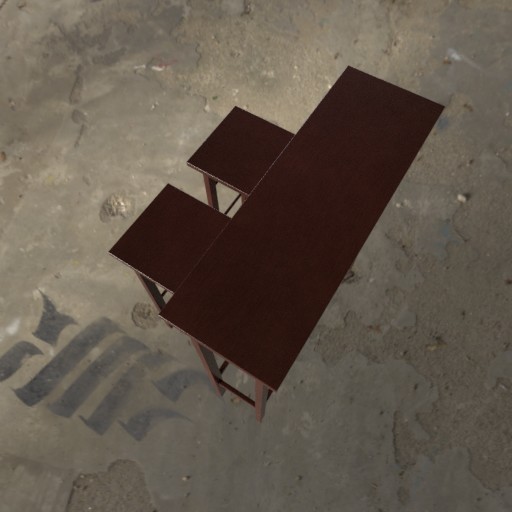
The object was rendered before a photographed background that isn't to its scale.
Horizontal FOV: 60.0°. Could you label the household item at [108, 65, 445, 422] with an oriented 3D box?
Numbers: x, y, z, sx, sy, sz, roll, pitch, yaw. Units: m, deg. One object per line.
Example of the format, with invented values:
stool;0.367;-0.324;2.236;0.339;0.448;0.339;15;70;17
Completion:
household item;0.000;0.000;1.629;0.676;1.067;0.914;30;68;14
